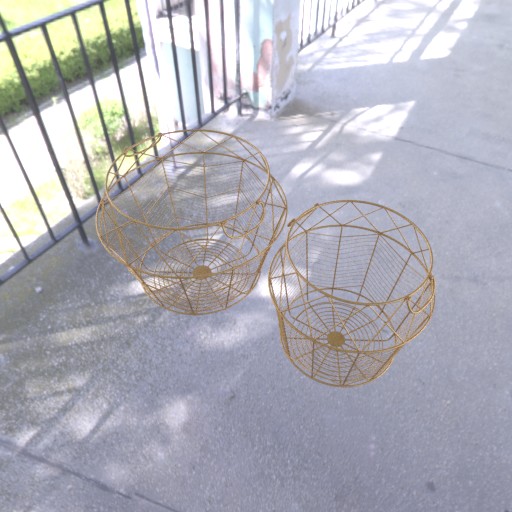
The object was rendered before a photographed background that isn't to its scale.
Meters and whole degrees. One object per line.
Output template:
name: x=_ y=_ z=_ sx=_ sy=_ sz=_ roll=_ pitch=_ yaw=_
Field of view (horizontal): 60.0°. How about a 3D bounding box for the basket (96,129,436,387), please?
basket: x=0.000 y=0.000 z=1.048 sx=0.805 sy=0.343 sz=0.451 roll=24 pitch=52 yaw=21
